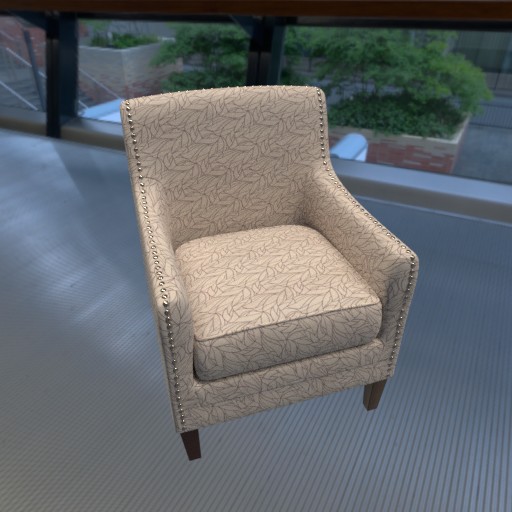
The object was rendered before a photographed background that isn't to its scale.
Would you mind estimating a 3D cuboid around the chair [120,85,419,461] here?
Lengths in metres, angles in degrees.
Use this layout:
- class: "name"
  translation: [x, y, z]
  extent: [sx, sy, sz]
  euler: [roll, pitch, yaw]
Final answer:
- class: "chair"
  translation: [0.000, 0.000, 1.283]
  extent: [0.623, 0.816, 0.651]
  euler: [-10, 34, -15]
